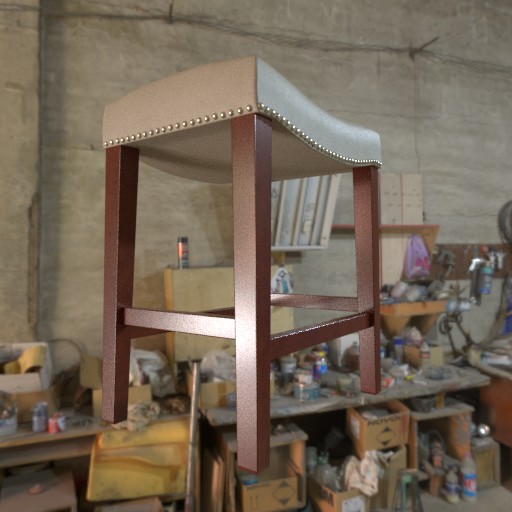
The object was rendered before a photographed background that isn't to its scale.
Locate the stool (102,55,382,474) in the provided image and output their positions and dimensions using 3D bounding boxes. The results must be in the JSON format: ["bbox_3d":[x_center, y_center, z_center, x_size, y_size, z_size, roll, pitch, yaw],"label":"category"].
[{"bbox_3d":[0.000,0.000,0.943,0.375,0.632,0.509,0,-1,36],"label":"stool"}]
